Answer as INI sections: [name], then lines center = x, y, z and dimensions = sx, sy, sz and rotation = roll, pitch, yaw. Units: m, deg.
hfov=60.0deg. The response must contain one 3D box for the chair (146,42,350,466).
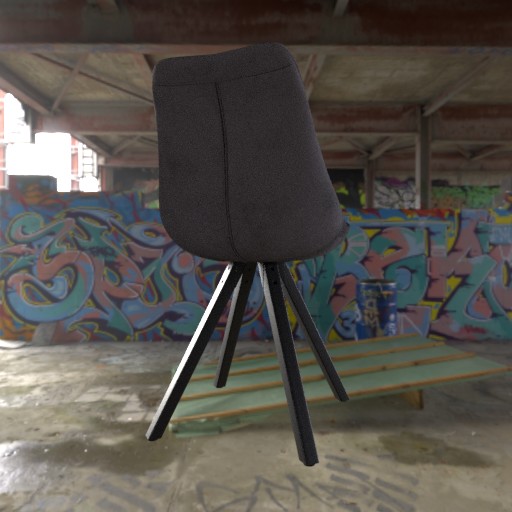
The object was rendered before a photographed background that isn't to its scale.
[chair]
center = 0.000, 0.000, 1.158
dimensions = 0.476, 0.850, 0.550
rotation = 0, 1, 19
